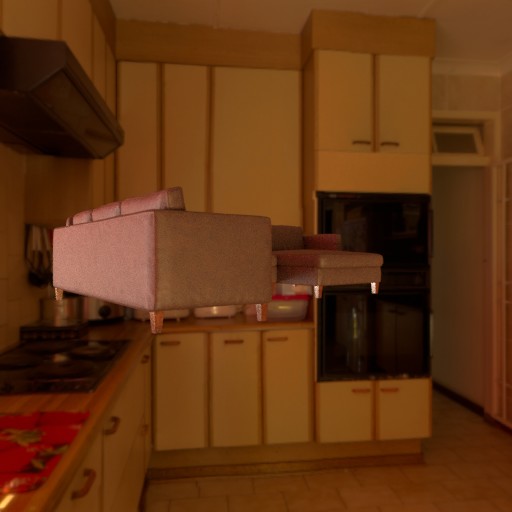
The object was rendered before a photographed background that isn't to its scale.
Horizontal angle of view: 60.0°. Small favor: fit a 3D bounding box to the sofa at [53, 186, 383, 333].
[{"bbox_3d":[0.000,0.000,4.661,3.460,0.923,2.593,0,0,-37],"label":"sofa"}]
